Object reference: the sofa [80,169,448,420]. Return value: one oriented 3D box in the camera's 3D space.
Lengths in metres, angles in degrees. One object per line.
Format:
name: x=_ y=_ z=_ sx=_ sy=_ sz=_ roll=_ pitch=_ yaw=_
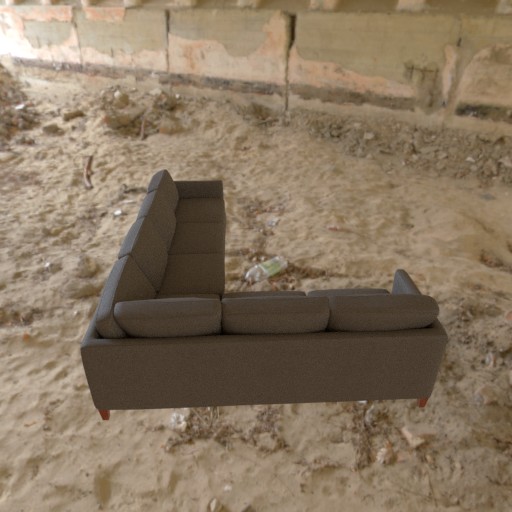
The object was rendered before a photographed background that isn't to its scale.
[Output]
sofa: x=0.000 y=0.000 z=4.566 sx=2.593 sy=0.947 sz=3.302 roll=-1 pitch=30 yaw=-2
